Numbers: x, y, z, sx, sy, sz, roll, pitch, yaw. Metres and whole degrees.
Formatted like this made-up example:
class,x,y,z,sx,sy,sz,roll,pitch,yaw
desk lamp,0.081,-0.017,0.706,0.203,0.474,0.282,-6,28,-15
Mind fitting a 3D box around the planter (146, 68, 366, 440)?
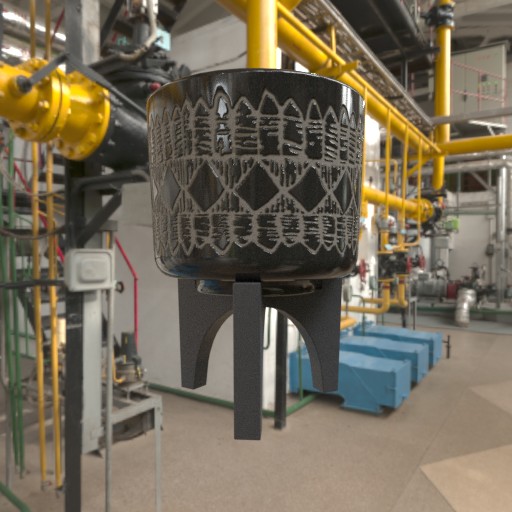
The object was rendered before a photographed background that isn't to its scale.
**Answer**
class,x,y,z,sx,sy,sz,roll,pitch,yaw
planter,0.000,0.000,0.270,0.129,0.177,0.129,0,1,0
